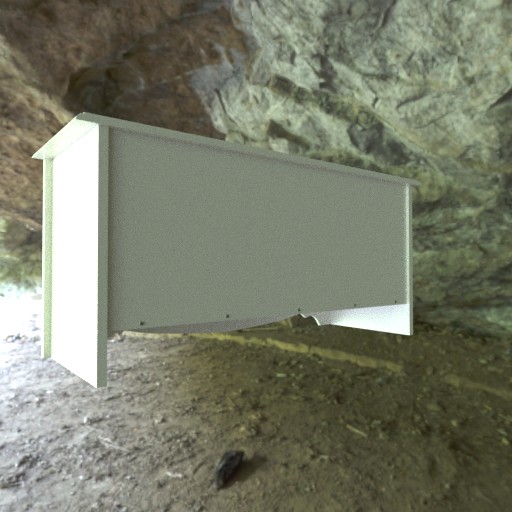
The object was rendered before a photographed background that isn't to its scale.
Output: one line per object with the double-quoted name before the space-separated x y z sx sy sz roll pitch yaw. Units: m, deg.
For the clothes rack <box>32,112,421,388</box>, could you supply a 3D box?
"clothes rack" 0.000 0.000 1.405 1.218 0.558 0.405 1 -1 -38
